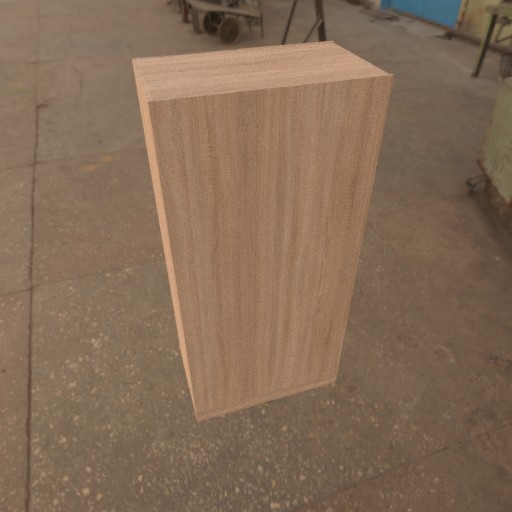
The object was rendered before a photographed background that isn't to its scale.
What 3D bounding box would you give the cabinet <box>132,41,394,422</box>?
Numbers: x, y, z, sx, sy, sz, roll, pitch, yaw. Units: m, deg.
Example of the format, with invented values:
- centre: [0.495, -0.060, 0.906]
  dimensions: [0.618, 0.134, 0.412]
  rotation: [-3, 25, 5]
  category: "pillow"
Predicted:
- centre: [0.000, 0.000, 2.581]
  dimensions: [1.001, 2.121, 0.590]
  rotation: [-12, 41, -14]
  category: "cabinet"
